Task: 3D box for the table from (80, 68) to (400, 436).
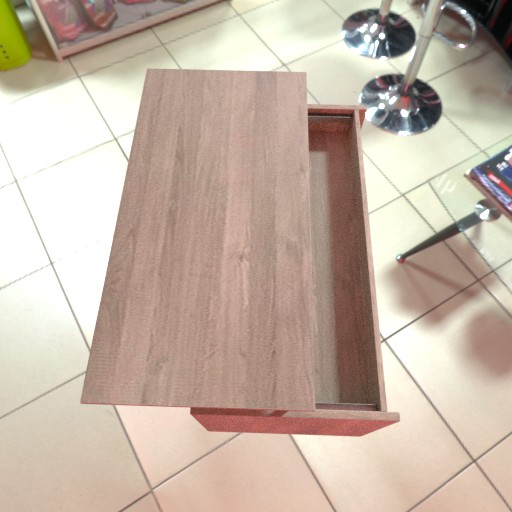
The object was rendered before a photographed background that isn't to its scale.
[{"bbox_3d":[0.000,0.000,1.406,0.712,0.570,1.000,2,64,1],"label":"table"}]
